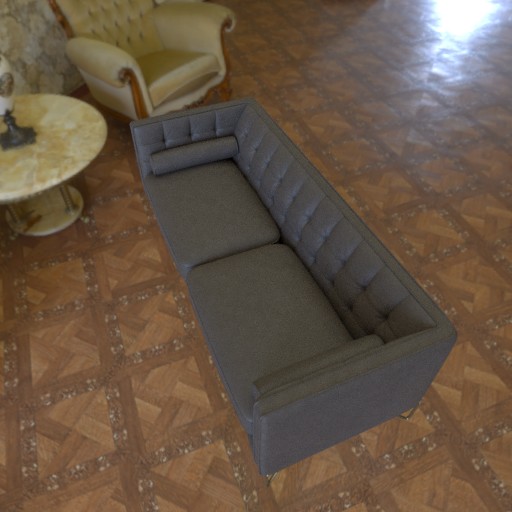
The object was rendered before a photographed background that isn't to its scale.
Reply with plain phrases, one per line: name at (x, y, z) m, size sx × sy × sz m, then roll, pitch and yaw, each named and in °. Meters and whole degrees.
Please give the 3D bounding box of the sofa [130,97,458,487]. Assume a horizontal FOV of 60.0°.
sofa at (0.000, 0.000, 2.487) m, size 0.867 × 0.789 × 2.087 m, roll -17°, pitch 49°, yaw -16°
